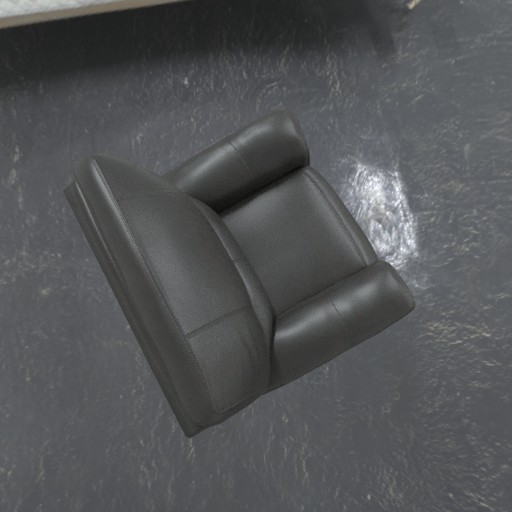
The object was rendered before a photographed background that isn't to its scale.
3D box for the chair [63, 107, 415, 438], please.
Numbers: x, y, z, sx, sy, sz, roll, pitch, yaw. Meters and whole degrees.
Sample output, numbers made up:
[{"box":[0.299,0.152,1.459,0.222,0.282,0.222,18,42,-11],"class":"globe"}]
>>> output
[{"box":[0.000,0.000,1.967,1.087,1.109,1.096,-29,77,-7],"class":"chair"}]
